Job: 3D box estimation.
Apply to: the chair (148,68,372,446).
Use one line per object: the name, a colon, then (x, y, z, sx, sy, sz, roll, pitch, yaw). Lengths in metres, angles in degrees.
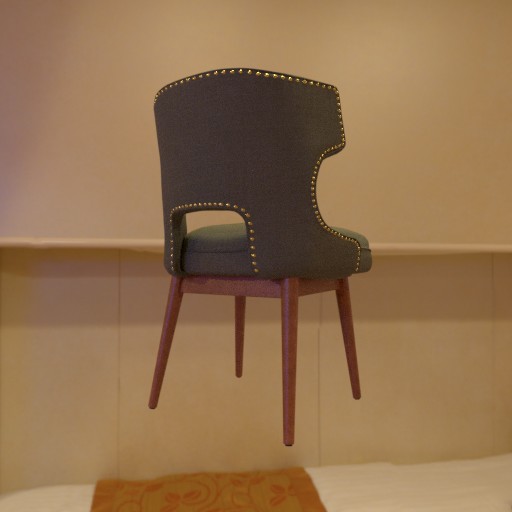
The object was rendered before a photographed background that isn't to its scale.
chair: (0.000, 0.000, 1.288, 0.595, 0.863, 0.581, 0, -1, 34)
